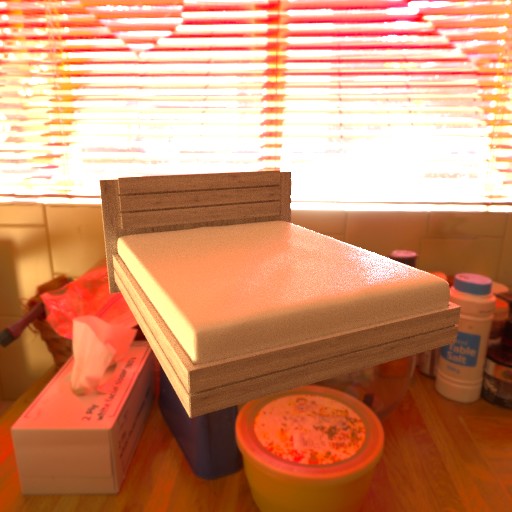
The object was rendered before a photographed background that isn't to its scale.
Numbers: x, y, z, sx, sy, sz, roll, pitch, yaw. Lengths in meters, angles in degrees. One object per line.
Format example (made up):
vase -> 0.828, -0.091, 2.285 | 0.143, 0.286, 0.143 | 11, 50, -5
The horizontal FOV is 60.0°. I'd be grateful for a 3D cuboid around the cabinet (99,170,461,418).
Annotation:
cabinet -> 0.000, 0.000, 3.101 | 1.750, 0.970, 2.080 | -8, 18, -25
